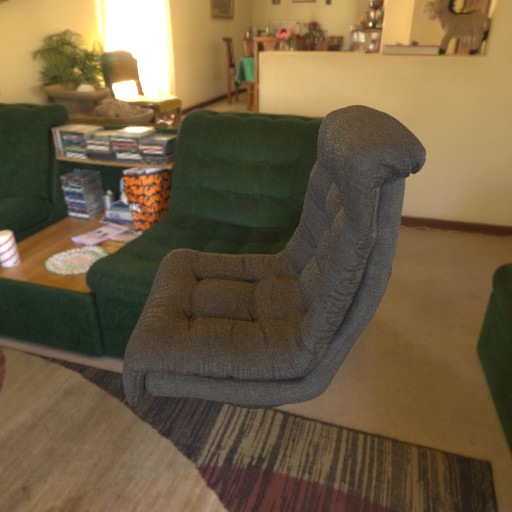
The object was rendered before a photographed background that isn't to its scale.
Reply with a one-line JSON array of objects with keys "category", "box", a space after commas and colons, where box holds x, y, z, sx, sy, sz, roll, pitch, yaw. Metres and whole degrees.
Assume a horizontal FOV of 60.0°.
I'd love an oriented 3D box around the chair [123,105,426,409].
[{"category": "chair", "box": [0.000, 0.000, 1.212, 0.668, 0.749, 0.597, 0, 27, -1]}]
